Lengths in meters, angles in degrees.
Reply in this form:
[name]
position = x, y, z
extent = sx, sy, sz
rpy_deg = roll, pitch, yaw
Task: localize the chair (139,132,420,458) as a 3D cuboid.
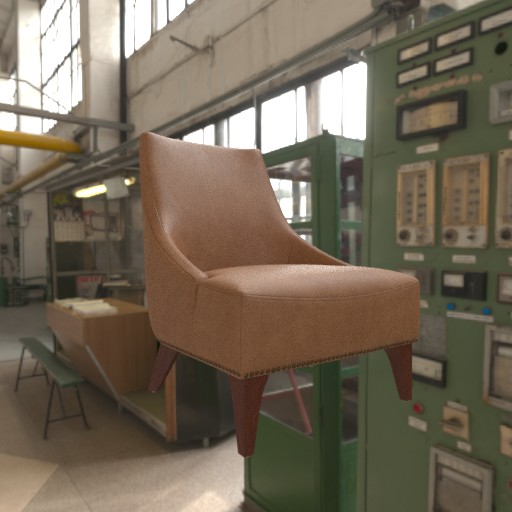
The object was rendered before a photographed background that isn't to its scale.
[chair]
position = 0.000, 0.000, 1.514
extent = 0.701, 0.909, 0.861
rpy_deg = -1, 2, -36
